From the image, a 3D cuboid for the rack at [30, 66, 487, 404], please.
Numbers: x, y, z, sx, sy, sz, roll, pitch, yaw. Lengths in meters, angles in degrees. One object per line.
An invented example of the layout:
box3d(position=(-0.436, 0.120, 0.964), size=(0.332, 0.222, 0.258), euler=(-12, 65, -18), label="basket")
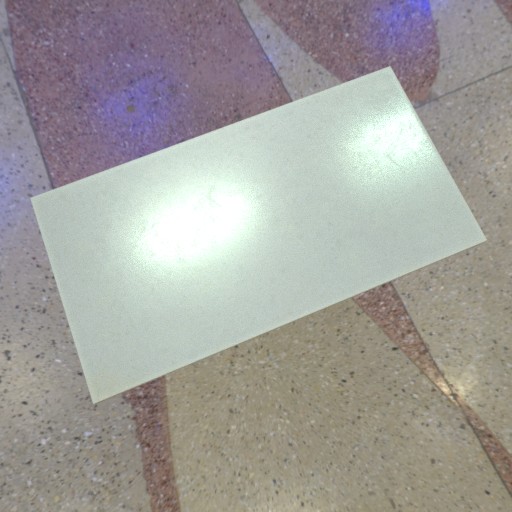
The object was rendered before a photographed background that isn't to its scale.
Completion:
box3d(position=(0.000, 0.000, 1.689), size=(1.159, 0.880, 0.613), euler=(-22, 77, -5), label="rack")
